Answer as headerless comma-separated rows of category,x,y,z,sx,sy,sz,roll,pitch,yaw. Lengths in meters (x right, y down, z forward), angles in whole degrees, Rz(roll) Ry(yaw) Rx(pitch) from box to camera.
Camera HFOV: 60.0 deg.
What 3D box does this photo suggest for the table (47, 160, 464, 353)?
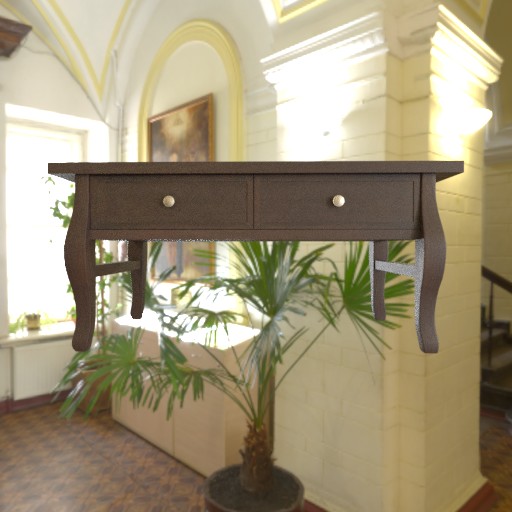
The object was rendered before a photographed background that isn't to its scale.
table,0.000,0.000,1.424,1.062,0.494,0.600,0,1,1
